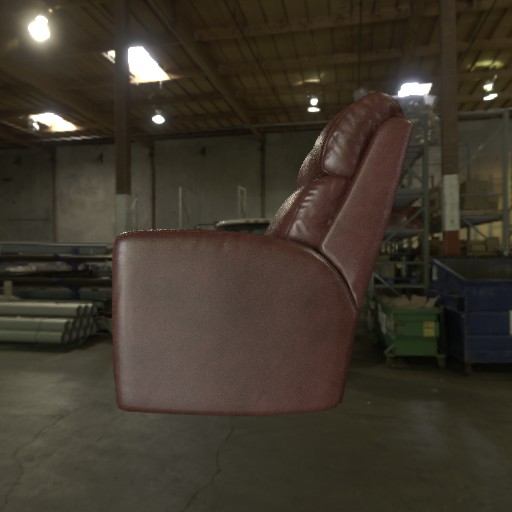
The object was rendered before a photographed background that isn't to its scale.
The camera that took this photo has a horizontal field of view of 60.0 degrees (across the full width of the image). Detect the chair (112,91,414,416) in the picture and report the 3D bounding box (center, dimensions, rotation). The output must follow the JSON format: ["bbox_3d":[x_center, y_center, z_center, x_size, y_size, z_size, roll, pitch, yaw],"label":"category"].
[{"bbox_3d":[0.000,0.000,1.665,0.939,1.016,0.787,0,0,-1],"label":"chair"}]
